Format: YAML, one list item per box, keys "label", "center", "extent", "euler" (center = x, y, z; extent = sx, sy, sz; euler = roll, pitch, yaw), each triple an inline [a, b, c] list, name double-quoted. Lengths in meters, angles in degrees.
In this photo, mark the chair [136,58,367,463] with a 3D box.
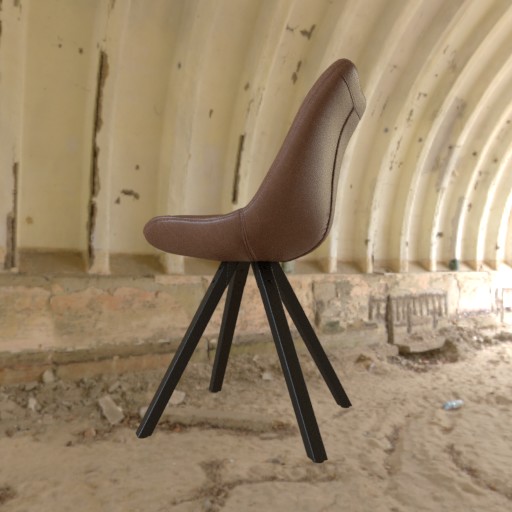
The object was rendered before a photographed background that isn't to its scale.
- label: "chair"
  center: [0.000, 0.000, 1.160]
  extent: [0.550, 0.850, 0.475]
  euler: [0, -1, 20]
